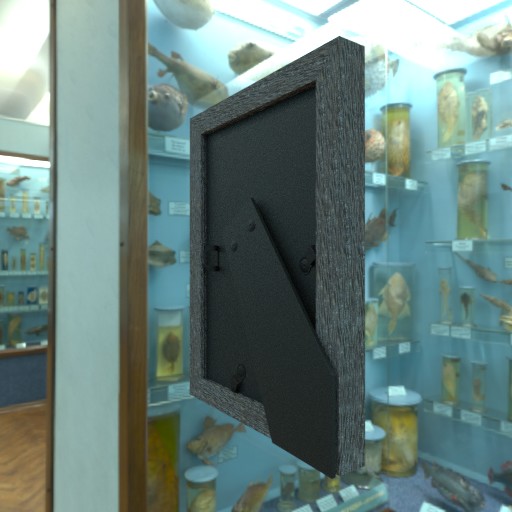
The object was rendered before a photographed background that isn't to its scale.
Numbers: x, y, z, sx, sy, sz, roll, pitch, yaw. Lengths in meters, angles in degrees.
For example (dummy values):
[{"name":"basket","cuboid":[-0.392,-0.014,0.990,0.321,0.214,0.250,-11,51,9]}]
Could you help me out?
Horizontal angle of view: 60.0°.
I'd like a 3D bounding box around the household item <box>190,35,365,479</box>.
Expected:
[{"name":"household item","cuboid":[0.000,0.000,0.238,0.020,0.180,0.133,0,0,-36]}]
